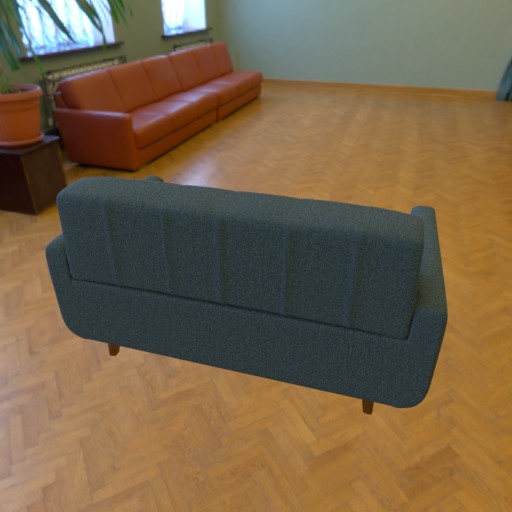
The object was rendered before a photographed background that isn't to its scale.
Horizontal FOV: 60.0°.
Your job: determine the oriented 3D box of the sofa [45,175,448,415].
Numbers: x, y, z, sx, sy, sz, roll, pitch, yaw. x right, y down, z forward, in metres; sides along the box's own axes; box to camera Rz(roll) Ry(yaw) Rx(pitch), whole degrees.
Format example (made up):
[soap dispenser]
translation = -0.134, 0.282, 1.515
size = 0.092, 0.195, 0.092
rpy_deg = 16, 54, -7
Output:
[sofa]
translation = 0.000, 0.000, 2.162
size = 1.651, 0.896, 0.942
rpy_deg = 9, 31, 14
